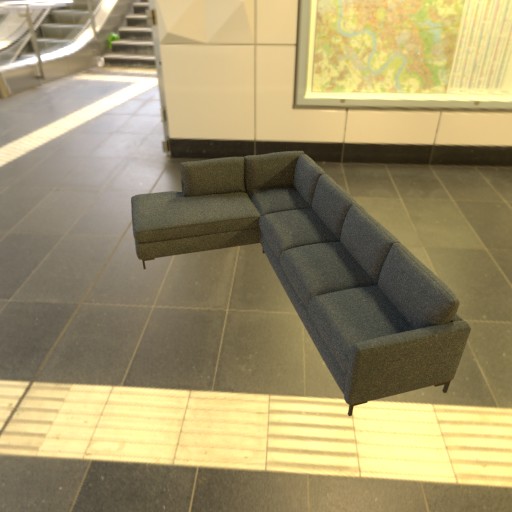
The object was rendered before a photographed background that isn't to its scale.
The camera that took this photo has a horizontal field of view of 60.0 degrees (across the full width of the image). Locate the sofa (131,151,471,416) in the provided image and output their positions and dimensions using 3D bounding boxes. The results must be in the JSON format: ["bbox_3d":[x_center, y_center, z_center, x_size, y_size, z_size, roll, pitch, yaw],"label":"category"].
[{"bbox_3d":[0.000,0.000,3.810,2.007,0.815,2.949,-9,34,-13],"label":"sofa"}]
